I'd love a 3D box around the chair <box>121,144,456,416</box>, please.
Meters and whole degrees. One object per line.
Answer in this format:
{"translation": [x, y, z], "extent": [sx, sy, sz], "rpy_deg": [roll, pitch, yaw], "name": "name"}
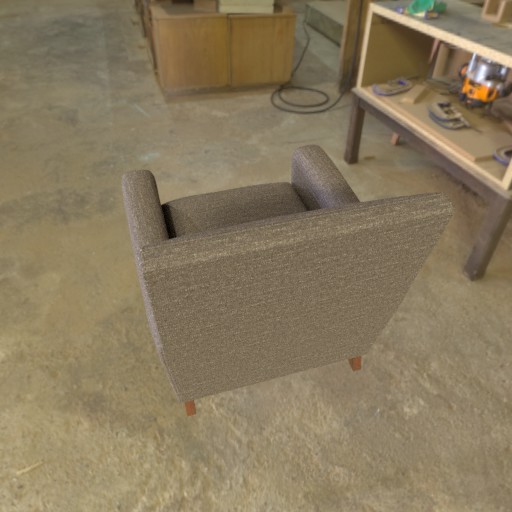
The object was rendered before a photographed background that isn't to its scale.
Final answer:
{"translation": [0.000, 0.000, 1.594], "extent": [0.838, 0.885, 0.875], "rpy_deg": [-11, 43, -13], "name": "chair"}
